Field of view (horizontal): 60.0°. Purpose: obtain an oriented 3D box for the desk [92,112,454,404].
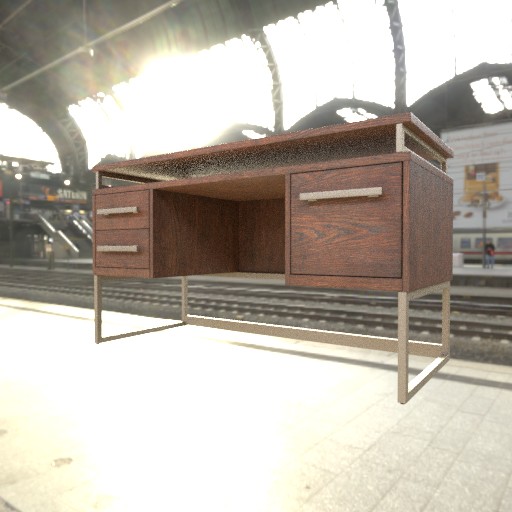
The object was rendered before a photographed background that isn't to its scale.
[{"bbox_3d":[0.000,0.000,1.813,1.384,0.792,0.610,1,1,34],"label":"desk"}]
